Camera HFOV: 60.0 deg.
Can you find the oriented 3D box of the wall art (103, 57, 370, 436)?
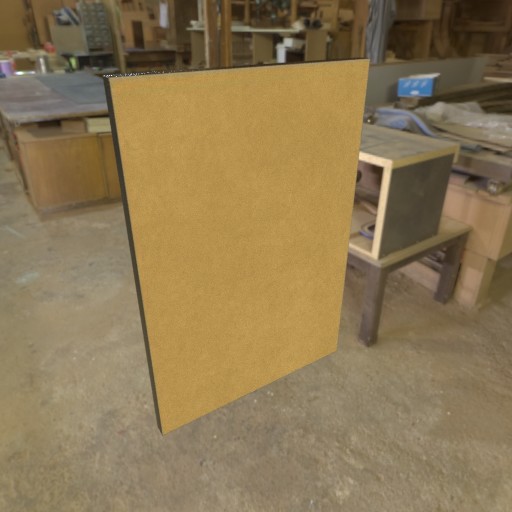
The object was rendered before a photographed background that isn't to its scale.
[{"bbox_3d":[0.000,0.000,0.573,0.314,0.455,0.019,-17,33,-28],"label":"wall art"}]
